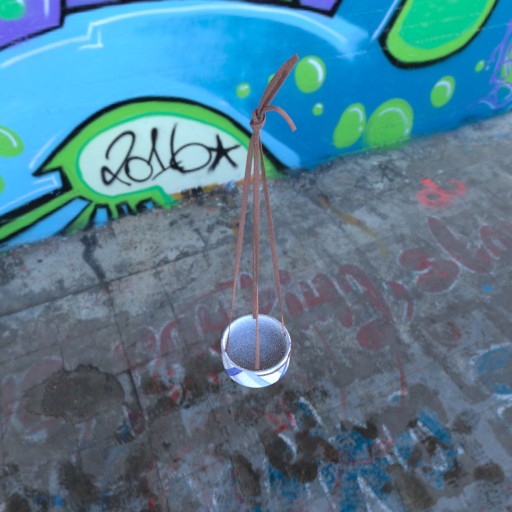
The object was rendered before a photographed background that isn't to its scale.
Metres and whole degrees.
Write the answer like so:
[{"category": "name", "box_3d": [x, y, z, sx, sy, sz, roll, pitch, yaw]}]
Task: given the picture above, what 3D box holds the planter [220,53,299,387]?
[{"category": "planter", "box_3d": [0.000, 0.000, 0.821, 0.166, 0.751, 0.166, -19, 49, -17]}]
